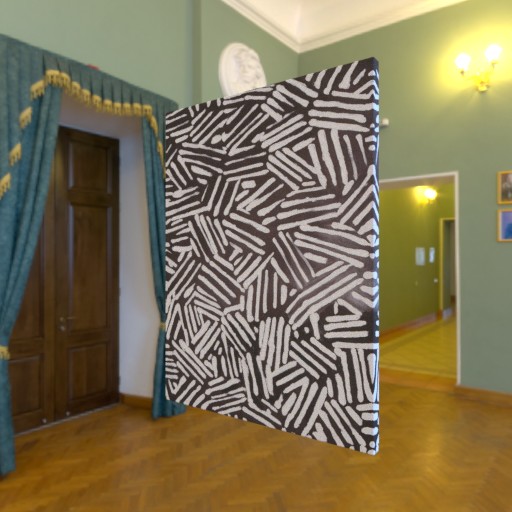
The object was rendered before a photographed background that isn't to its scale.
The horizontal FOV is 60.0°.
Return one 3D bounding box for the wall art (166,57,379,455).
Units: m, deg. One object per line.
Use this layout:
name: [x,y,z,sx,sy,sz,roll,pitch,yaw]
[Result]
wall art: [0.000,0.000,1.365,0.765,1.017,0.038,0,0,36]
